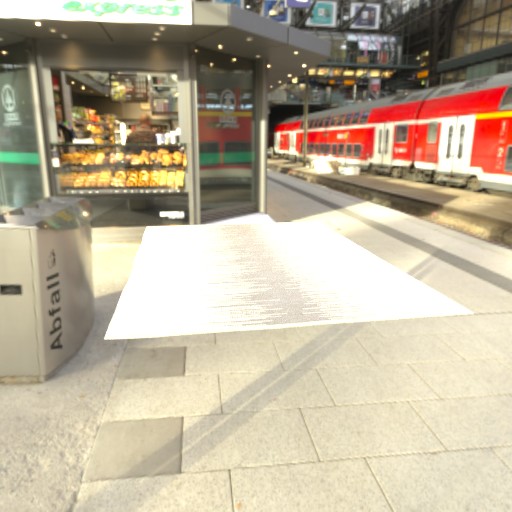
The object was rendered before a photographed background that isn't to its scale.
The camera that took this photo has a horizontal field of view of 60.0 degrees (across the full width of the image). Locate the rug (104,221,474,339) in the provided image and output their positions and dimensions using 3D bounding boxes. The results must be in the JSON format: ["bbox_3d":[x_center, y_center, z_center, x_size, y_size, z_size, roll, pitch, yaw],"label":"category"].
[{"bbox_3d":[0.000,0.000,2.287,1.226,0.007,1.815,-2,15,-9],"label":"rug"}]
